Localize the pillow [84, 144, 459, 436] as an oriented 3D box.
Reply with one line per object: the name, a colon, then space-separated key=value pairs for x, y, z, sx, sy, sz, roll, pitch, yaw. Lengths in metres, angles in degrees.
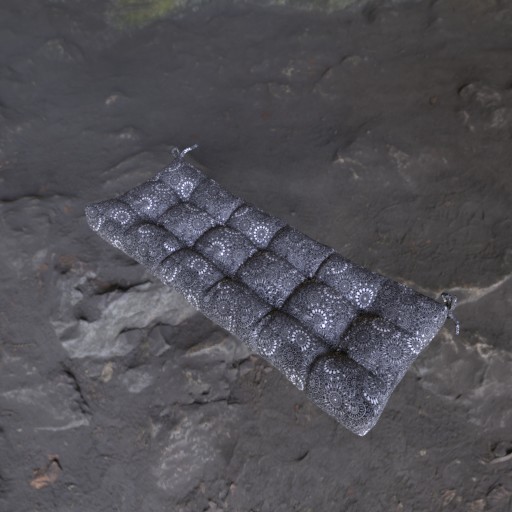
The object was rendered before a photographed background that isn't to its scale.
pillow: x=0.000 y=0.000 z=1.387 sx=1.194 sy=0.174 sz=0.511 roll=33 pitch=54 yaw=27
